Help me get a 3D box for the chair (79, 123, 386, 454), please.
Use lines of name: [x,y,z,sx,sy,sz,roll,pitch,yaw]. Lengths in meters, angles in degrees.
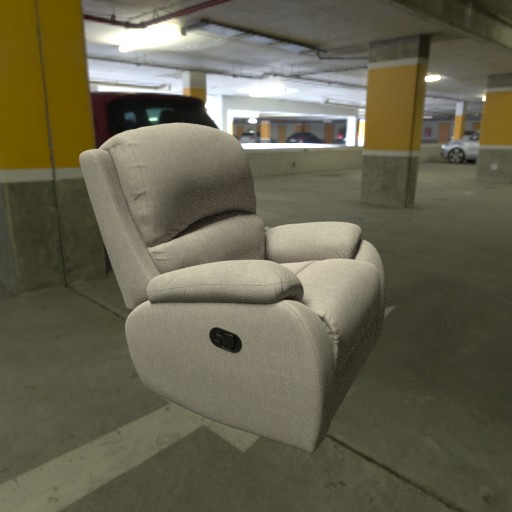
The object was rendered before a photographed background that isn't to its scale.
chair: [0.000,0.000,1.745,0.899,1.011,0.930,7,17,26]
